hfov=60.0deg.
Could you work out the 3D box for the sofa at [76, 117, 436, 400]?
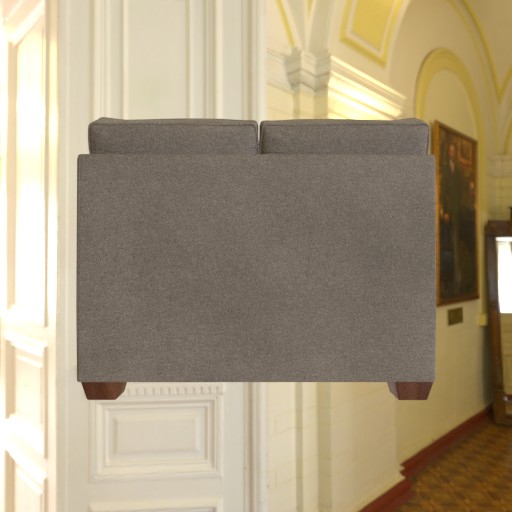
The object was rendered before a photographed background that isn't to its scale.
[{"bbox_3d":[0.000,0.000,1.965,1.237,1.008,0.951,0,-1,0],"label":"sofa"}]
